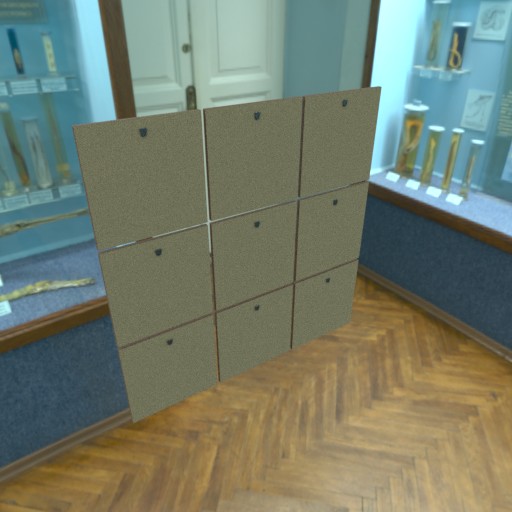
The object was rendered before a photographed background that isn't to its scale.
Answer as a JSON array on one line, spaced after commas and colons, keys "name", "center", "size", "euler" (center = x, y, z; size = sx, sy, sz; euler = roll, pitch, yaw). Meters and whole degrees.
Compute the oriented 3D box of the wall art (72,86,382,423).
[{"name": "wall art", "center": [0.000, 0.000, 1.358], "size": [0.906, 0.904, 0.018], "euler": [-18, 34, -28]}]
